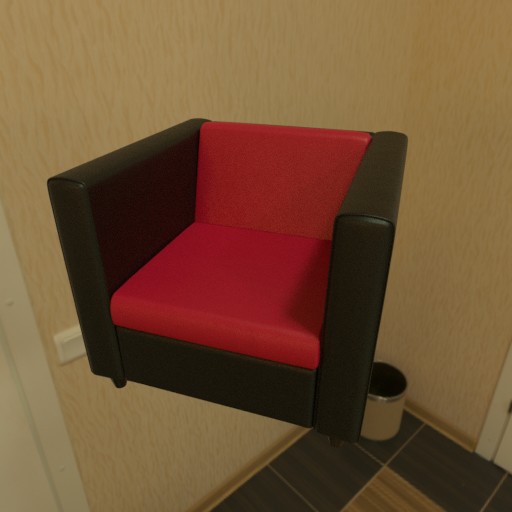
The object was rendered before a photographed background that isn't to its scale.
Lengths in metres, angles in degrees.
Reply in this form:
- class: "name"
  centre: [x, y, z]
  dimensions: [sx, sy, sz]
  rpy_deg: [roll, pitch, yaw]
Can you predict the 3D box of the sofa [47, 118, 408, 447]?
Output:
- class: "sofa"
  centre: [0.000, 0.000, 1.458]
  dimensions: [0.839, 0.724, 0.809]
  rpy_deg: [9, 29, 16]
